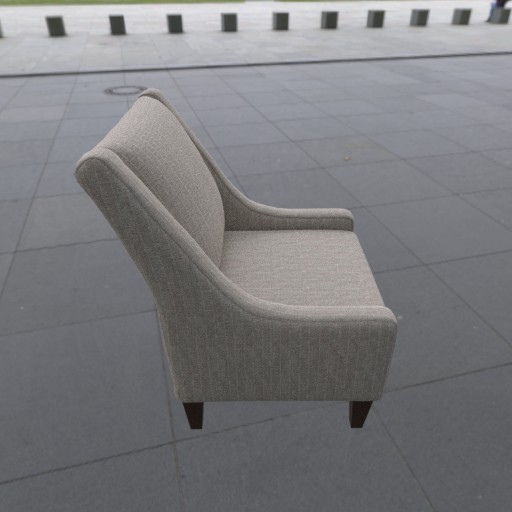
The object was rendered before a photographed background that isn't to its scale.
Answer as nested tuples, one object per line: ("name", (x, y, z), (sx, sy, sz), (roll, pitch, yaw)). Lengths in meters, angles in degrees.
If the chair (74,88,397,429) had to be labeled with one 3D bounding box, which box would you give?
("chair", (0.000, 0.000, 1.601), (0.870, 1.014, 0.774), (0, 32, 0))
